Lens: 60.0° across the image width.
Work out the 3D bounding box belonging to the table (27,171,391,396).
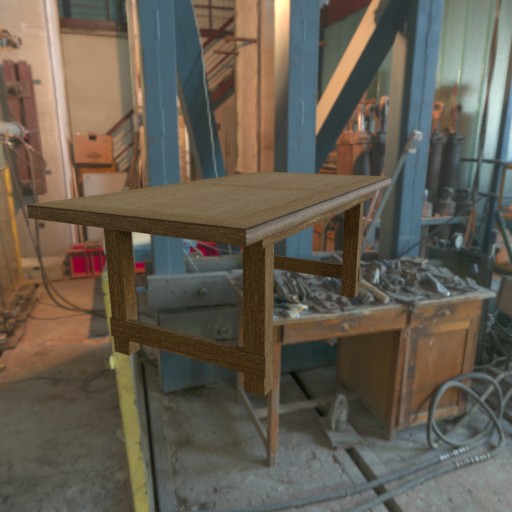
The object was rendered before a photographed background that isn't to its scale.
[{"bbox_3d":[0.000,0.000,2.465,1.000,0.762,1.982,8,17,27],"label":"table"}]
